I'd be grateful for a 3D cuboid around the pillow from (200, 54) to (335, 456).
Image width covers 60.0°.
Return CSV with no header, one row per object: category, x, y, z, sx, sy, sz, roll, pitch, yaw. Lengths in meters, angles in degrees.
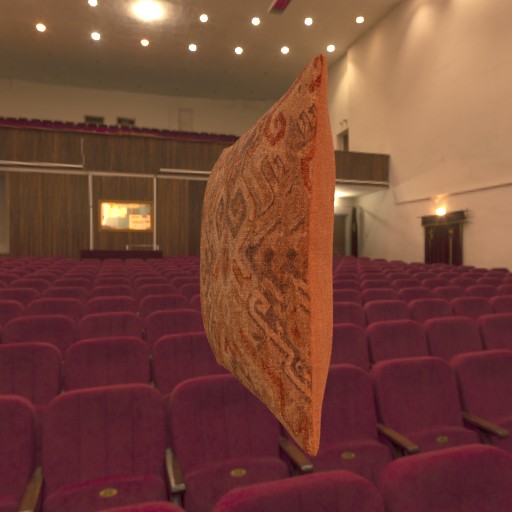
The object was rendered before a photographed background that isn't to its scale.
pillow,0.000,0.000,0.800,0.166,0.506,0.523,0,0,-18
